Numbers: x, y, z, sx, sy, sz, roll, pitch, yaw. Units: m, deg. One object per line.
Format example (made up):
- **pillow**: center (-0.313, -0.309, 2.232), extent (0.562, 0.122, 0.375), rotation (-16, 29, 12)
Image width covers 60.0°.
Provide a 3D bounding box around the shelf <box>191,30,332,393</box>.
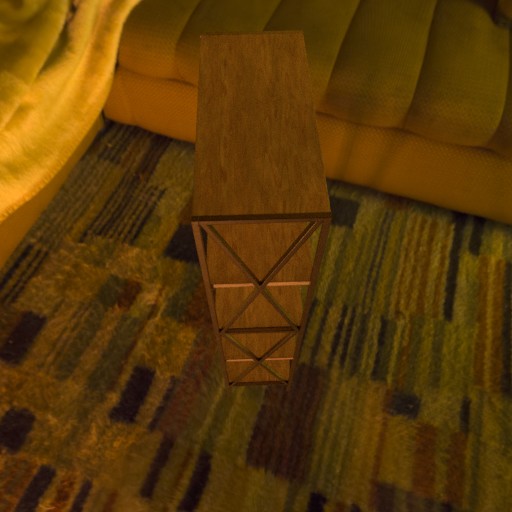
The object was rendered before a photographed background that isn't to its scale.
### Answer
- **shelf**: center (0.000, 0.000, 2.204), extent (0.386, 1.803, 0.874), rotation (-2, 59, -1)
